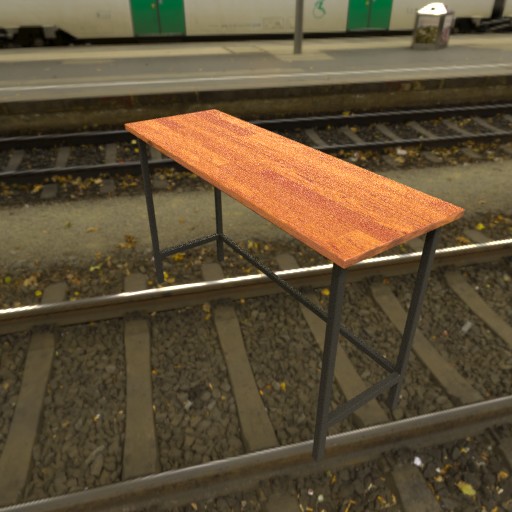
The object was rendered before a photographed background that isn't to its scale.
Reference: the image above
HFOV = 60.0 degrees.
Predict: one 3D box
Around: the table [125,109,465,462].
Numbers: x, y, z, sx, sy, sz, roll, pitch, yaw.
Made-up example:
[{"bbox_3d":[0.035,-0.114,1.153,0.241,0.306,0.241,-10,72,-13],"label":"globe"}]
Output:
[{"bbox_3d":[0.000,0.000,1.599,0.408,0.740,1.204,-20,37,-29],"label":"table"}]
